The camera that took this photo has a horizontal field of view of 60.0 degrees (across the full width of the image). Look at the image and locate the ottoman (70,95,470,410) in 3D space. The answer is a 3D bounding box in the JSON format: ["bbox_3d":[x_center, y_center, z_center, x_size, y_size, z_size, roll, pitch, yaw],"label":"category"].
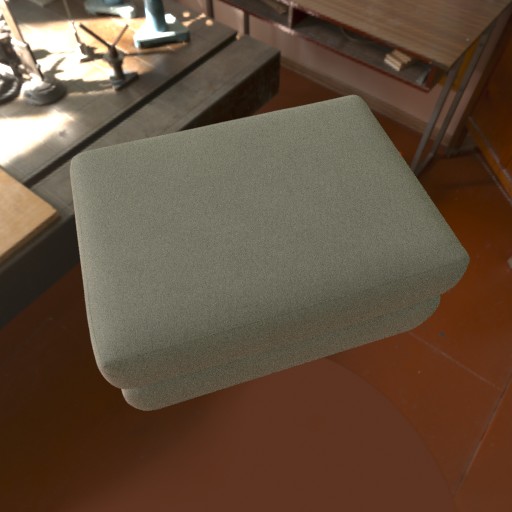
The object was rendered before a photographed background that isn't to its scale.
[{"bbox_3d":[0.000,0.000,1.134,0.773,0.504,0.569,-15,58,-9],"label":"ottoman"}]
